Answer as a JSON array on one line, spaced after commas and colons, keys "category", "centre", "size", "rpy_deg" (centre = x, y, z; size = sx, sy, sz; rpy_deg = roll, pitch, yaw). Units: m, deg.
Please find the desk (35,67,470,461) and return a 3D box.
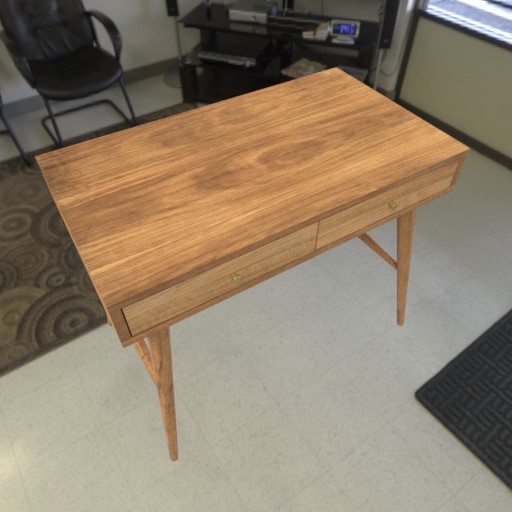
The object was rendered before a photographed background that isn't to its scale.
[{"category": "desk", "centre": [0.000, 0.000, 1.387], "size": [0.949, 0.758, 0.588], "rpy_deg": [-24, 52, -21]}]
